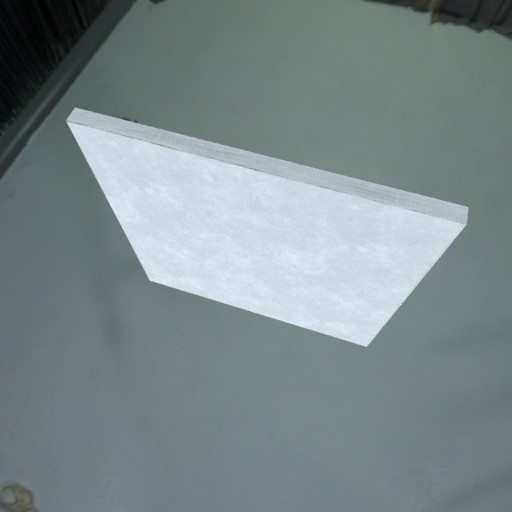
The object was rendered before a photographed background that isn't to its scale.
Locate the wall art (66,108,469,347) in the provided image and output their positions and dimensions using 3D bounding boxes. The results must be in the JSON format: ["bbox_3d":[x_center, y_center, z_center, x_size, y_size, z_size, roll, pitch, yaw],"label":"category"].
[{"bbox_3d":[0.000,0.000,0.457,0.303,0.303,0.015,16,64,8],"label":"wall art"}]
